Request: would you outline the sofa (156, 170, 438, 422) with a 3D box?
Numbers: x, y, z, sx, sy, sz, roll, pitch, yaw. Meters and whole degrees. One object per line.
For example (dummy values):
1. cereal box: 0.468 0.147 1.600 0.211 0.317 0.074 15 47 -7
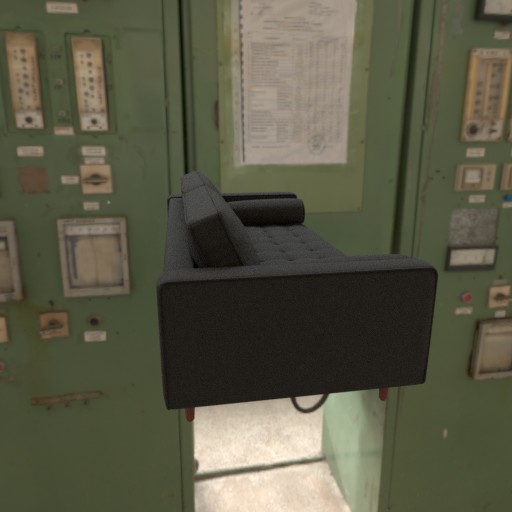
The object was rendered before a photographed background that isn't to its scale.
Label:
1. sofa: 0.000 0.000 2.279 0.914 0.759 1.875 -3 16 -10
